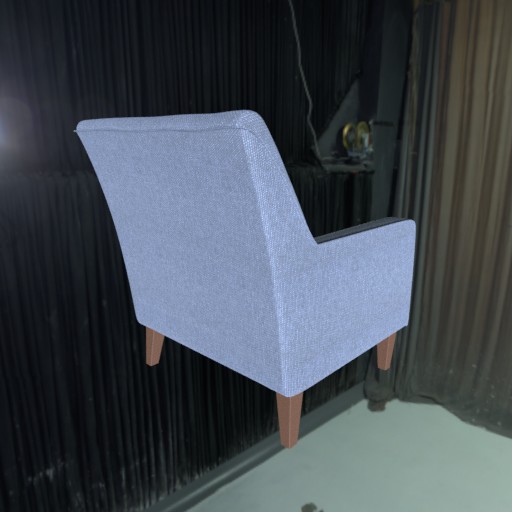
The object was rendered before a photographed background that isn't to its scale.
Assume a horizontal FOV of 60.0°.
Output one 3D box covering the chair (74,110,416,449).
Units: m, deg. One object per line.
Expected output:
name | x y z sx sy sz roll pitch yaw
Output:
chair | 0.000 0.000 1.567 0.780 0.919 0.899 14 20 42
